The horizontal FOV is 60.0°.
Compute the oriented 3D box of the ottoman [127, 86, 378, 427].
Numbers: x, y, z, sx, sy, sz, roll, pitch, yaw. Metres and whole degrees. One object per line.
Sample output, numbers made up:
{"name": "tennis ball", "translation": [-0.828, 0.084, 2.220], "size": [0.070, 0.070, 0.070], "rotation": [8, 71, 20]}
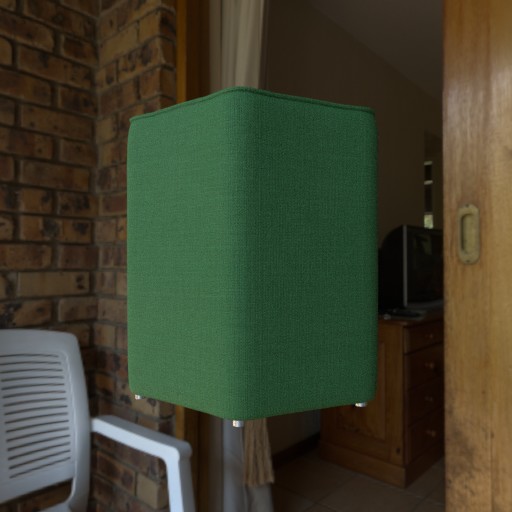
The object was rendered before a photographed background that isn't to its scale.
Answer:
{"name": "ottoman", "translation": [0.000, 0.000, 0.883], "size": [0.499, 0.507, 0.444], "rotation": [-1, -1, 36]}
